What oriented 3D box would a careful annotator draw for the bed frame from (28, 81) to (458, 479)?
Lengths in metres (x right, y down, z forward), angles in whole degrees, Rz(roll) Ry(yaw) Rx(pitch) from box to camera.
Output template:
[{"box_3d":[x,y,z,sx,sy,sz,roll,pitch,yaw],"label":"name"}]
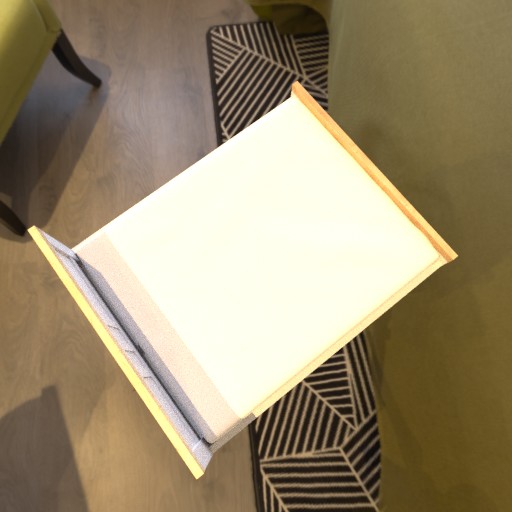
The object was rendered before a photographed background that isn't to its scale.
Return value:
[{"box_3d":[0.000,0.000,3.025,2.050,0.980,1.670,-37,78,-9],"label":"bed frame"}]
